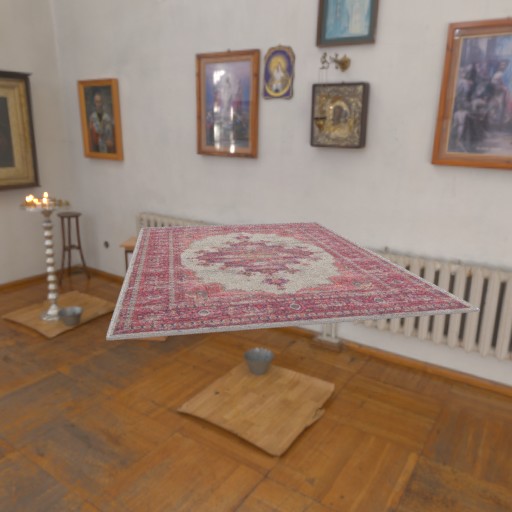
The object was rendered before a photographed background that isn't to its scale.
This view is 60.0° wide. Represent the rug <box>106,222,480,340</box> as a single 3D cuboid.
[{"bbox_3d":[0.000,0.000,2.831,1.555,0.011,2.232,-3,15,-10],"label":"rug"}]
